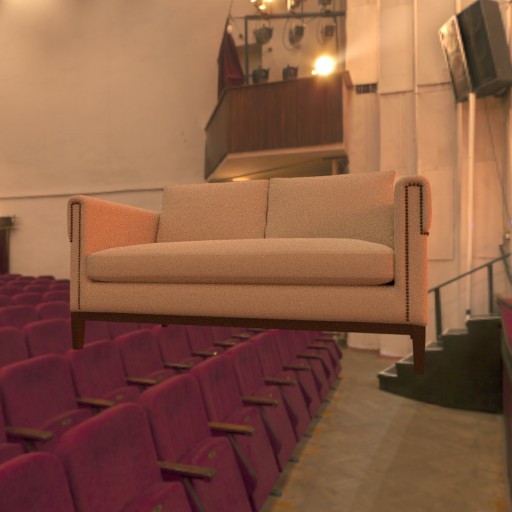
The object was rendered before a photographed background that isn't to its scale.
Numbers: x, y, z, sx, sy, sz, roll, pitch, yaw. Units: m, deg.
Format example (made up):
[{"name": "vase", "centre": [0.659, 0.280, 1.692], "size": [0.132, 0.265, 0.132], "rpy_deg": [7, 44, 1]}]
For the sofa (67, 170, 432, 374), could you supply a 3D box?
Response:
[{"name": "sofa", "centre": [0.000, 0.000, 2.204], "size": [1.598, 0.873, 0.905], "rpy_deg": [0, -1, 18]}]
